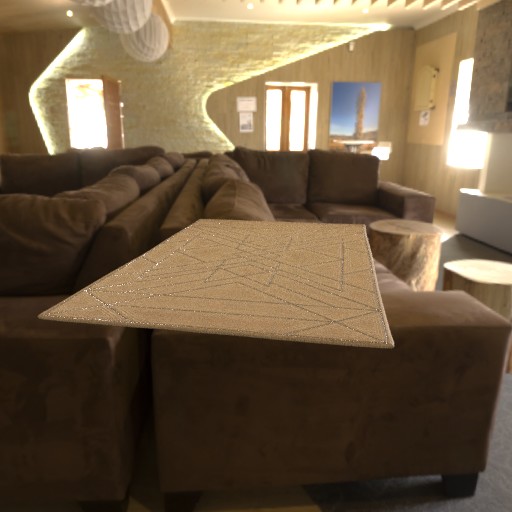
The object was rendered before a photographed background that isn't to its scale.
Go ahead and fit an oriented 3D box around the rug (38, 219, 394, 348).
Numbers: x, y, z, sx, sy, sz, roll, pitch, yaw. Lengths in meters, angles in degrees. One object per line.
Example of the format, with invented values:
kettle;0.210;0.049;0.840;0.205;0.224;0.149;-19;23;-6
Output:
rug;0.000;0.000;3.035;1.575;0.023;2.459;3;16;10
